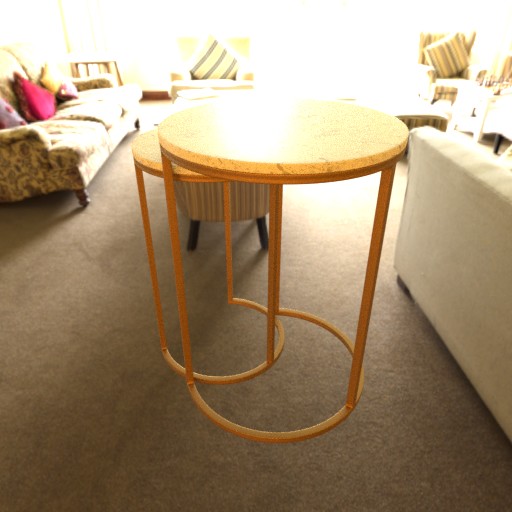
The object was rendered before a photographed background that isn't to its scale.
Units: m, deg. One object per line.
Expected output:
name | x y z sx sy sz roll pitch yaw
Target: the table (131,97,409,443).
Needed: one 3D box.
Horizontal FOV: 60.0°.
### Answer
table | 0.000 0.000 0.897 0.507 0.550 0.400 22 38 32
